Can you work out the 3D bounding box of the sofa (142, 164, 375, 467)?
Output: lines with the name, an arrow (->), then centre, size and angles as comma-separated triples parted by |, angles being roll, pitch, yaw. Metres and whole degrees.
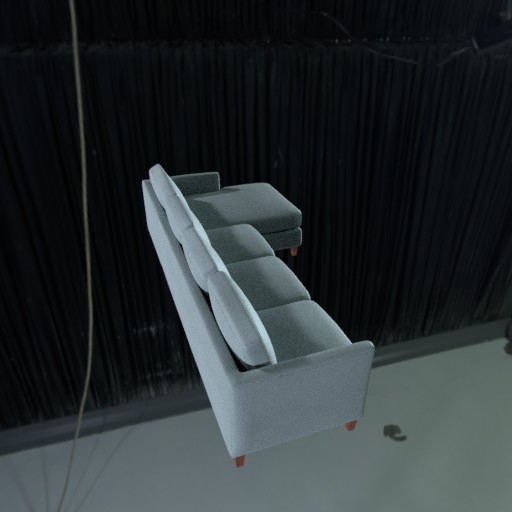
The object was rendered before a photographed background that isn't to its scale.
sofa -> 0.000, 0.000, 4.123 | 1.604, 0.950, 3.471 | -10, 31, -18
